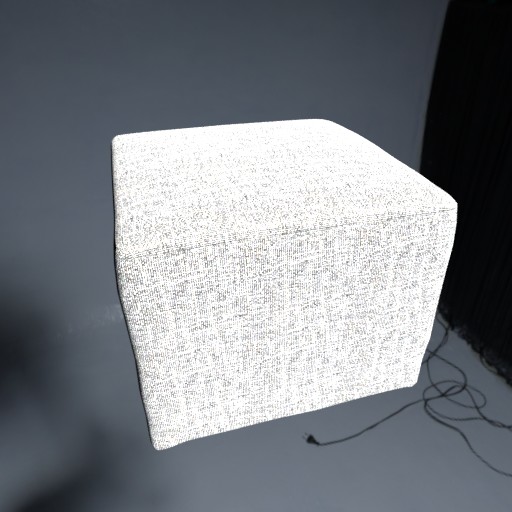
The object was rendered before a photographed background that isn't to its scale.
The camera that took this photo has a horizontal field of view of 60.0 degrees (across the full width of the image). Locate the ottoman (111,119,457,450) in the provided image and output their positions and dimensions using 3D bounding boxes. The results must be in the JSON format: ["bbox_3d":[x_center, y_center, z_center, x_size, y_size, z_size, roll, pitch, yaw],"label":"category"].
[{"bbox_3d":[0.000,0.000,0.907,0.521,0.453,0.512,-9,33,-14],"label":"ottoman"}]
